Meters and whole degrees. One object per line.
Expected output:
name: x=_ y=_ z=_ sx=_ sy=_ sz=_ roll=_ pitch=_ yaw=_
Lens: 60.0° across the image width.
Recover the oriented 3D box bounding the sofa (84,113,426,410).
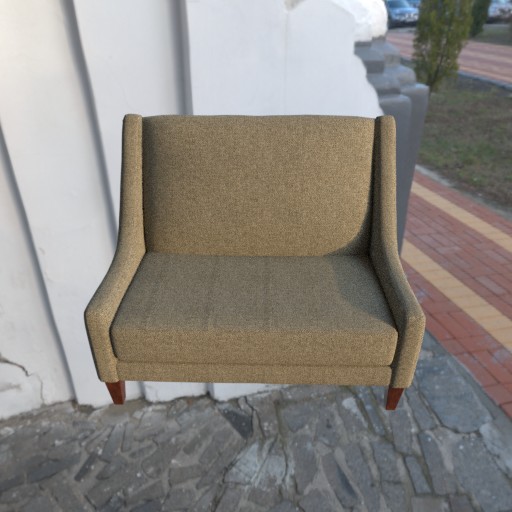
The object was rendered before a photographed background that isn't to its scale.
sofa: x=0.000 y=0.000 z=1.907 sx=1.242 sy=1.021 sz=0.870 roll=1 pitch=31 yaw=1
